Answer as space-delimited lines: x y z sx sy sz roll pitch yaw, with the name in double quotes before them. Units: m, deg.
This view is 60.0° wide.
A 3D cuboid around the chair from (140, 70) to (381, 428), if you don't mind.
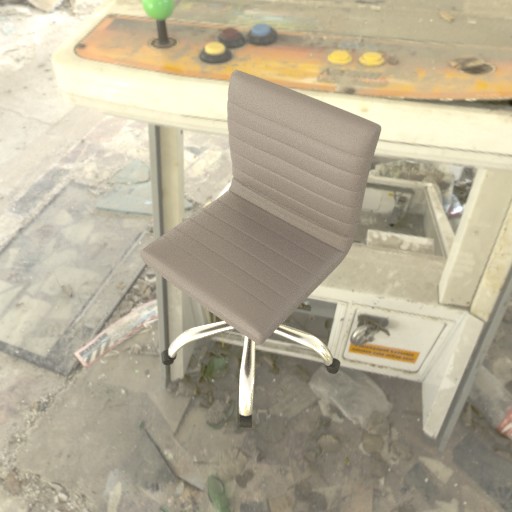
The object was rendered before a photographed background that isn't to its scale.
"chair" 0.000 0.000 1.160 0.556 0.780 0.530 31 55 26
